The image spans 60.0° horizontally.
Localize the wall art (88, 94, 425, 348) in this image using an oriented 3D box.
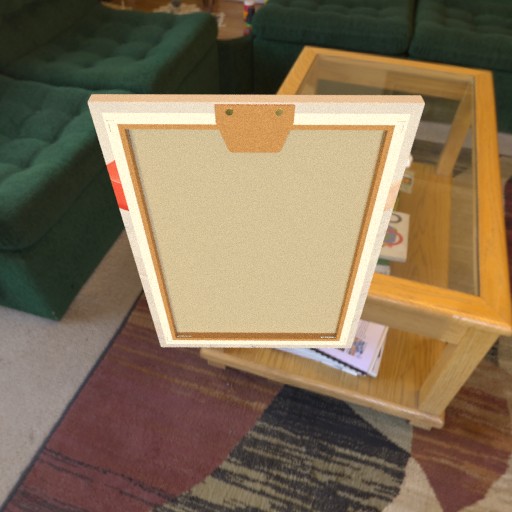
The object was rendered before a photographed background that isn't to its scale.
[{"bbox_3d":[0.000,0.000,1.123,0.613,0.848,0.036,0,47,0],"label":"wall art"}]
